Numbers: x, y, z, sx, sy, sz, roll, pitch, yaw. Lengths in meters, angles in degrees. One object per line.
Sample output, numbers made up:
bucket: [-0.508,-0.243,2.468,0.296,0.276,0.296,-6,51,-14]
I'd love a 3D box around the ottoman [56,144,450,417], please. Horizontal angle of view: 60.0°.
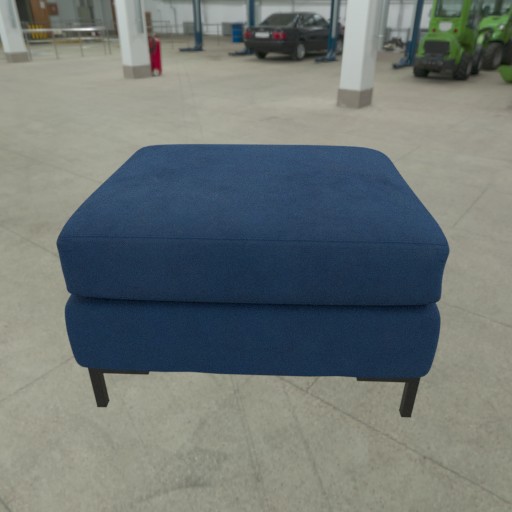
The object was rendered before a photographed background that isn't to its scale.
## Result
ottoman: [0.000,0.000,1.178,0.794,0.485,0.655,1,29,2]
